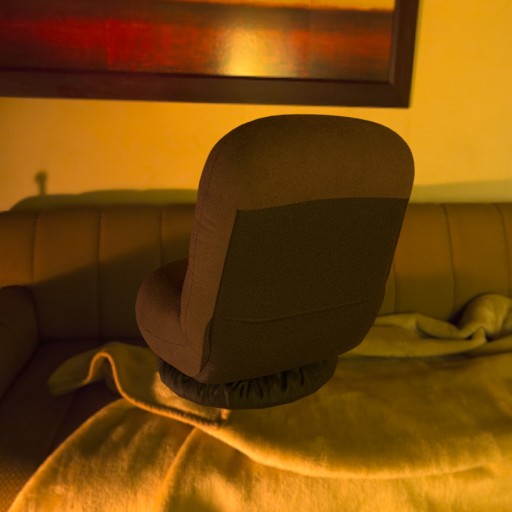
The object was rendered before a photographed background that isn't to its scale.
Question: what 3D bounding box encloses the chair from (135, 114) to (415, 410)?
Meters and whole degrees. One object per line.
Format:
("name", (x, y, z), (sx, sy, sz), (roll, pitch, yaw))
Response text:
("chair", (0.000, 0.000, 1.023), (0.521, 0.594, 0.597), (-7, 15, -27))
